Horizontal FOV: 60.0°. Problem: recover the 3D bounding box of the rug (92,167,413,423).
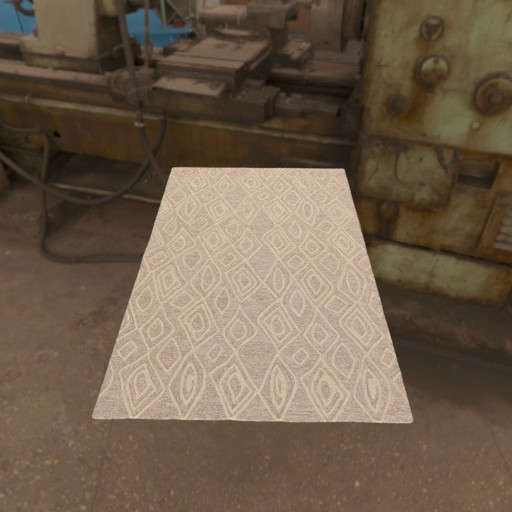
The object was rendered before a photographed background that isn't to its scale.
[{"bbox_3d":[0.000,0.000,3.042,1.546,0.010,2.442,1,40,1],"label":"rug"}]
